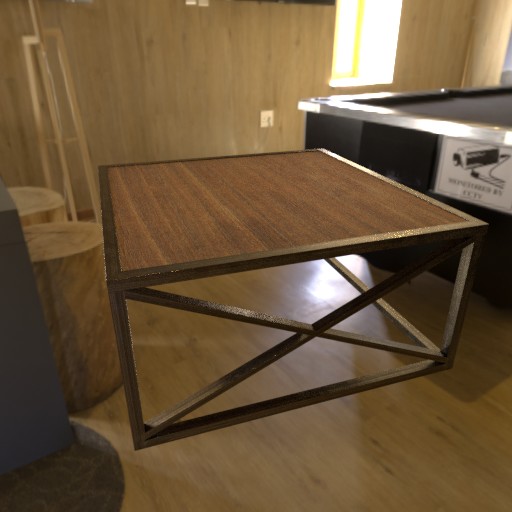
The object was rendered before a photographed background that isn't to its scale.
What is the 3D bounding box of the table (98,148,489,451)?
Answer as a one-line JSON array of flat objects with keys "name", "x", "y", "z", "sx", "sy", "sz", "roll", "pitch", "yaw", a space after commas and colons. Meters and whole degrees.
[{"name": "table", "x": 0.000, "y": 0.000, "z": 1.442, "sx": 0.899, "sy": 0.451, "sz": 0.909, "roll": -8, "pitch": 27, "yaw": -17}]
